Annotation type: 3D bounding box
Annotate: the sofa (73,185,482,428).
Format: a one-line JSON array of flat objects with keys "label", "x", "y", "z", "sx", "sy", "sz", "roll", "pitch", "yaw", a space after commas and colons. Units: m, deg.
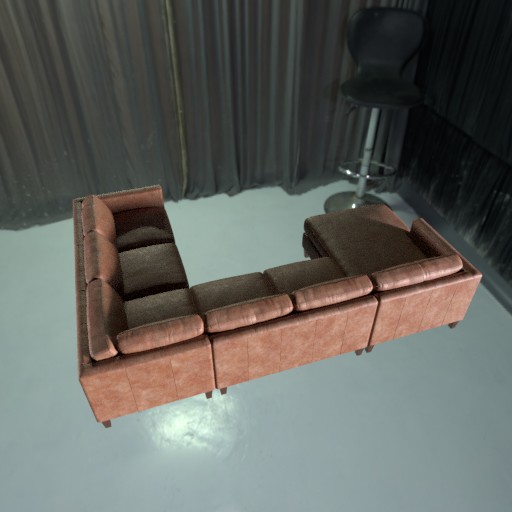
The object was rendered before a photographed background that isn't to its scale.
[{"label": "sofa", "x": 0.000, "y": 0.000, "z": 4.542, "sx": 3.401, "sy": 0.832, "sz": 2.430, "roll": -12, "pitch": 42, "yaw": -14}]
